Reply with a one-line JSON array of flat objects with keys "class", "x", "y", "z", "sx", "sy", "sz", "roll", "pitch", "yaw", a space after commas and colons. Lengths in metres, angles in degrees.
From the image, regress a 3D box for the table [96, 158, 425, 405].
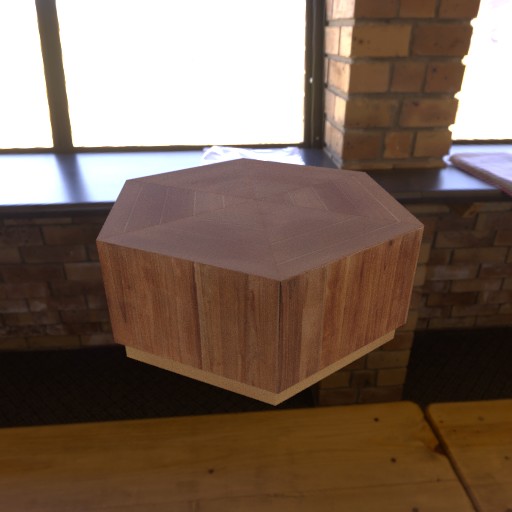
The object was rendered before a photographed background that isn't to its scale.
[{"class": "table", "x": 0.000, "y": 0.000, "z": 1.698, "sx": 1.154, "sy": 0.456, "sz": 1.000, "roll": -19, "pitch": 33, "yaw": -32}]
